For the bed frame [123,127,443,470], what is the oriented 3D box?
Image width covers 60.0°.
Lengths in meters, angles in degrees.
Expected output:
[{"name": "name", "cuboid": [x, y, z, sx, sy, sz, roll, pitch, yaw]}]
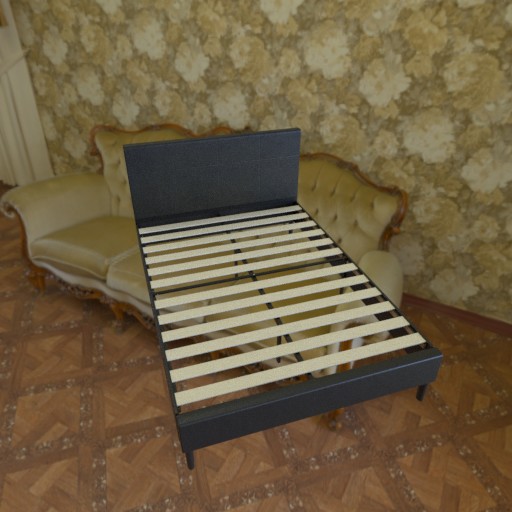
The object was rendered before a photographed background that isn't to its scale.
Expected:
[{"name": "bed frame", "cuboid": [0.000, 0.000, 3.030, 1.469, 1.046, 2.152, -10, 34, -15]}]
